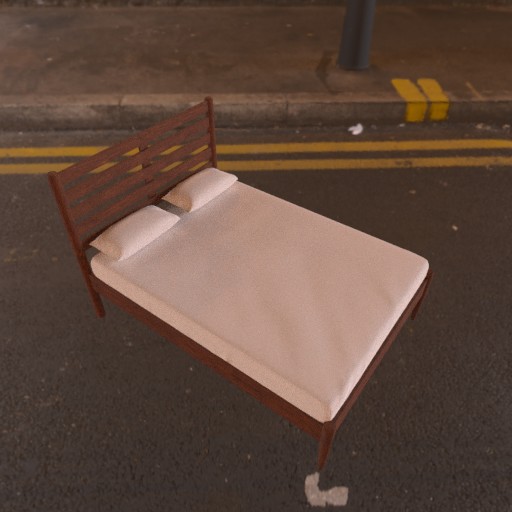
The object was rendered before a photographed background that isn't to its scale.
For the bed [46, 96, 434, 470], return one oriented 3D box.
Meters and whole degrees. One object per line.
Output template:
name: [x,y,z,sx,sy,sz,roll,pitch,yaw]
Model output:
bed: [0.000,0.000,3.108,2.093,1.304,1.509,26,48,26]
